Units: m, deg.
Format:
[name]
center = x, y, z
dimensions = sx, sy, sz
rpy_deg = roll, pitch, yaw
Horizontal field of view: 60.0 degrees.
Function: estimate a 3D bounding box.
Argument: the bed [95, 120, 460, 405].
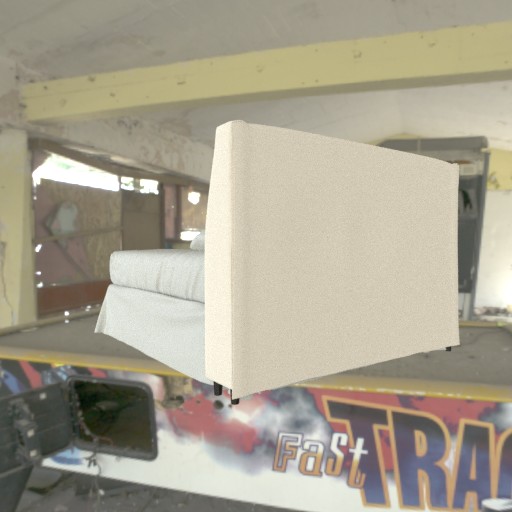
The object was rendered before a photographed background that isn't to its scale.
[bed]
center = 0.000, 0.000, 3.466
dimensions = 1.925, 1.332, 2.276
rpy_deg = -1, 2, -36
